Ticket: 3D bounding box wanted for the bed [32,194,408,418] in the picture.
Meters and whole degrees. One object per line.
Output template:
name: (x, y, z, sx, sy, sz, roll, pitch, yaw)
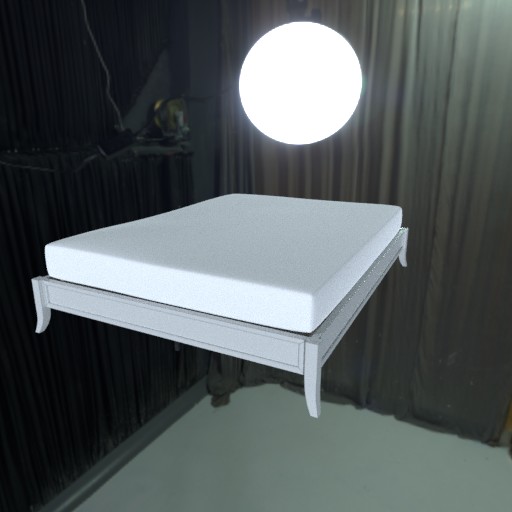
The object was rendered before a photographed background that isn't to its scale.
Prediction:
bed: (0.000, 0.000, 2.872, 1.604, 0.510, 2.108, 8, 19, 26)
